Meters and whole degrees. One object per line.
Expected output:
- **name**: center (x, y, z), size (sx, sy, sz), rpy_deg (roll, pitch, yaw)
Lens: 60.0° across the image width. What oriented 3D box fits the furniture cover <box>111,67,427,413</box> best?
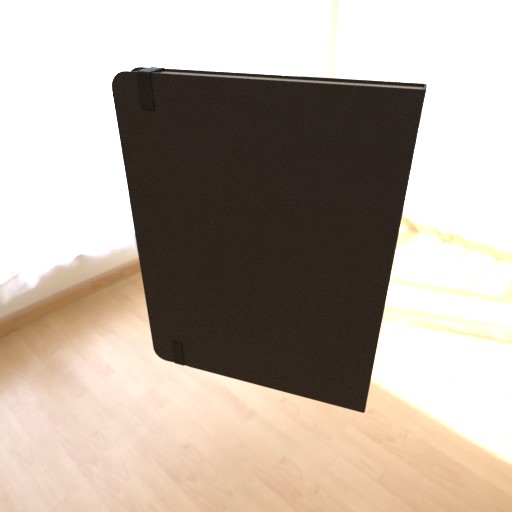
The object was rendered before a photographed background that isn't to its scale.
- **furniture cover**: center (0.000, 0.000, 0.368), size (0.216, 0.281, 0.023), rpy_deg (10, 33, 16)
